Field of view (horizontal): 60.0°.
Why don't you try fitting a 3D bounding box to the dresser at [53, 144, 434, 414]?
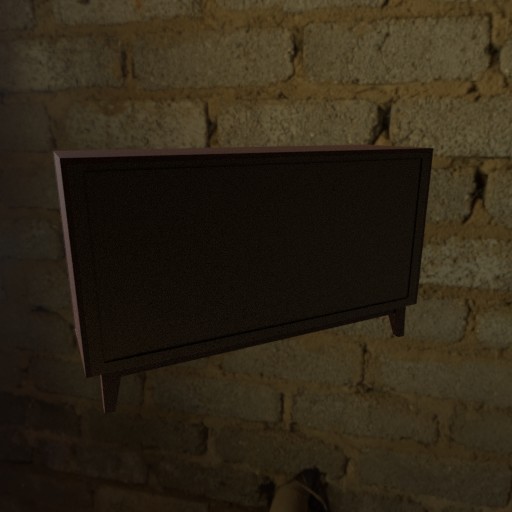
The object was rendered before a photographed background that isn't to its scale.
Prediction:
[{"bbox_3d":[0.000,0.000,2.075,1.609,0.971,0.499,-8,18,-25],"label":"dresser"}]
